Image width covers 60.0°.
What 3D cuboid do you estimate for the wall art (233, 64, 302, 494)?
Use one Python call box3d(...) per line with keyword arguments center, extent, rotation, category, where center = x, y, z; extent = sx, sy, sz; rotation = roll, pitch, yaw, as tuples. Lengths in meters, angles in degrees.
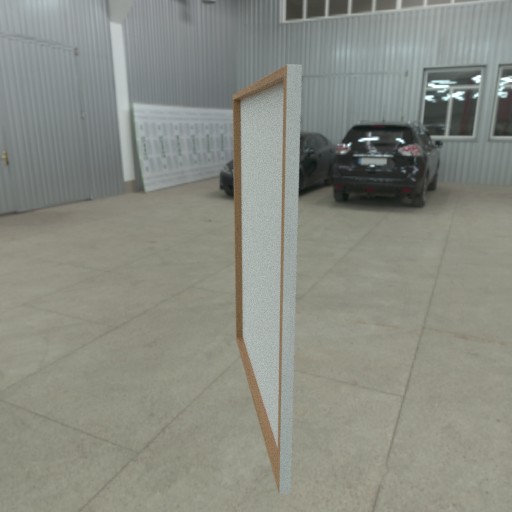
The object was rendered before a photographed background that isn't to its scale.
box3d(center=(0.000, 0.000, 0.981), extent=(0.021, 0.710, 0.609), rotation=(-3, 17, -9), category="wall art")
